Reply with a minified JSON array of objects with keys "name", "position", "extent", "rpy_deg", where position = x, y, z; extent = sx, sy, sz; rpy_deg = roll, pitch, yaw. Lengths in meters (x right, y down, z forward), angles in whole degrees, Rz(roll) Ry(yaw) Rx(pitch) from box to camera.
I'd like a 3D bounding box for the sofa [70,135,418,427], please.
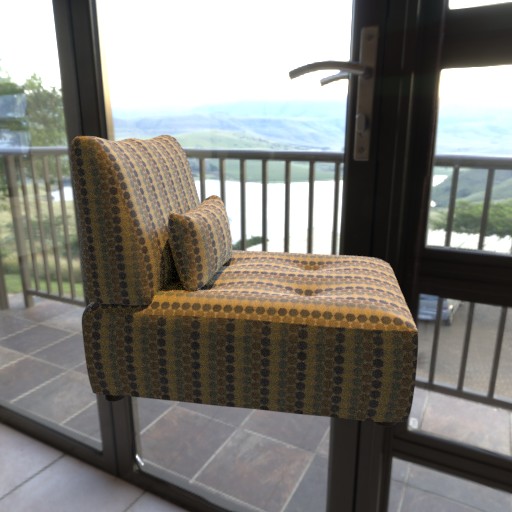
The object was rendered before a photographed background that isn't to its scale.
[{"name":"sofa","position":[0.000,0.000,1.557],"extent":[1.000,0.820,0.700],"rpy_deg":[3,16,9]}]
